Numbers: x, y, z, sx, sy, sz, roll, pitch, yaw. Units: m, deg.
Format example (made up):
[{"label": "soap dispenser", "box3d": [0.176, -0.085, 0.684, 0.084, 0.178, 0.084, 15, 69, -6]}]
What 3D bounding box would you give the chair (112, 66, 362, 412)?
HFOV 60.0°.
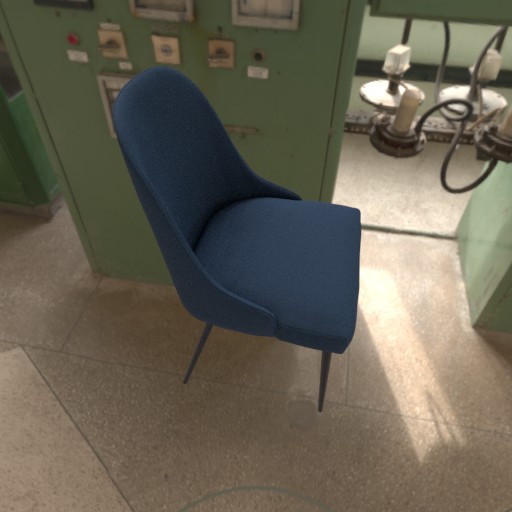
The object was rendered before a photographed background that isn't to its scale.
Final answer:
[{"label": "chair", "box3d": [0.000, 0.000, 1.198, 0.559, 0.896, 0.478, 9, 47, 8]}]
